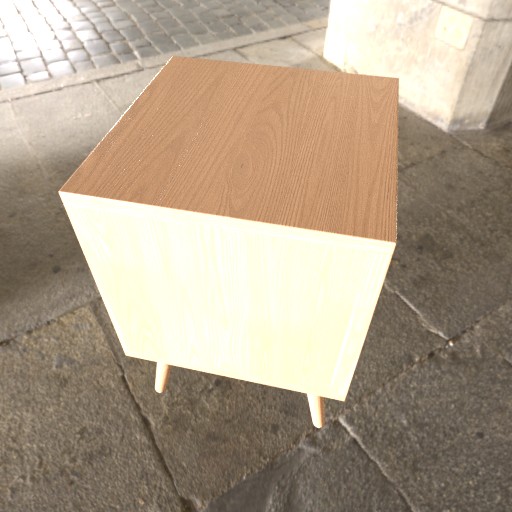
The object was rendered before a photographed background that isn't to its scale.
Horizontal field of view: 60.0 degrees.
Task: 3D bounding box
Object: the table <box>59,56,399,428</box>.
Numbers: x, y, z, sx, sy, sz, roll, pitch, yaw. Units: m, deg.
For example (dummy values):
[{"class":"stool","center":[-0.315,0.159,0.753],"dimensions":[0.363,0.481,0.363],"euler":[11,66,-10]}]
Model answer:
[{"class":"table","center":[0.000,0.000,0.839],"dimensions":[0.400,0.550,0.400],"euler":[9,48,9]}]
